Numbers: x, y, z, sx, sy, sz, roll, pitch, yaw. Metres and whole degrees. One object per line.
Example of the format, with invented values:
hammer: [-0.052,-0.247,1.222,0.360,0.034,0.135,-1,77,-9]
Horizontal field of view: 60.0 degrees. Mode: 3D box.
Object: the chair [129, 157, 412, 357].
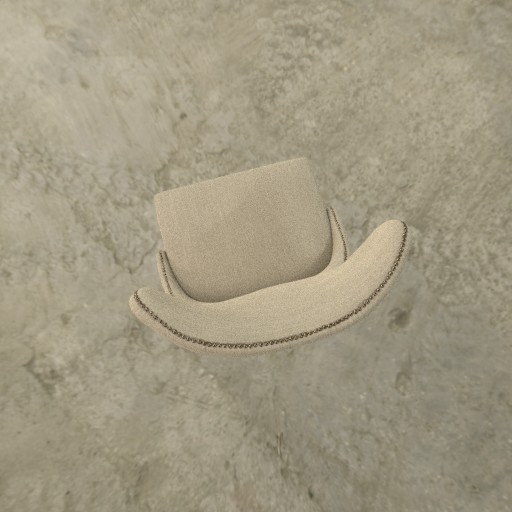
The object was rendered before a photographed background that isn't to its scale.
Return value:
chair: [0.000,0.000,1.386,0.628,0.967,0.635,-15,75,-4]
